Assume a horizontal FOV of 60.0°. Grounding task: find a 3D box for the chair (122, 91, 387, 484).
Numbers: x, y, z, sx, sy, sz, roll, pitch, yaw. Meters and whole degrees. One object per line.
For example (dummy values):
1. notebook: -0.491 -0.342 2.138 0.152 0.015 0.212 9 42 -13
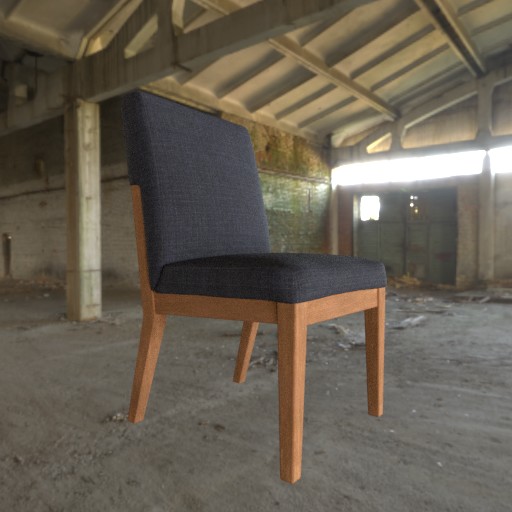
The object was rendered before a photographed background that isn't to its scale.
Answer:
1. chair: 0.000 0.000 1.244 0.586 0.911 0.507 1 1 38
